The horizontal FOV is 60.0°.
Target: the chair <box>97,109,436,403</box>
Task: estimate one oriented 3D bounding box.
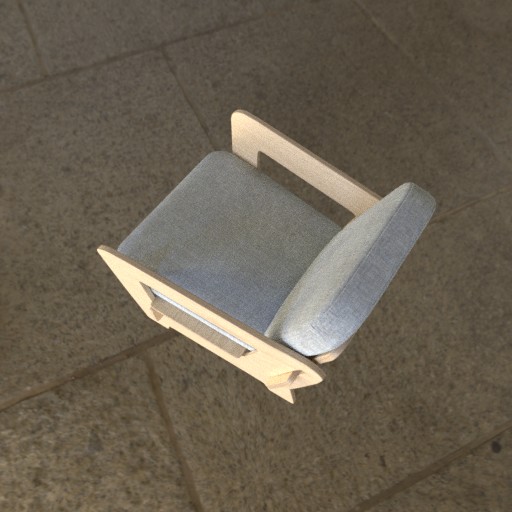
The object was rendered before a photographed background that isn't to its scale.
[{"bbox_3d":[0.000,0.000,1.301,0.710,0.800,0.590,33,67,15],"label":"chair"}]
